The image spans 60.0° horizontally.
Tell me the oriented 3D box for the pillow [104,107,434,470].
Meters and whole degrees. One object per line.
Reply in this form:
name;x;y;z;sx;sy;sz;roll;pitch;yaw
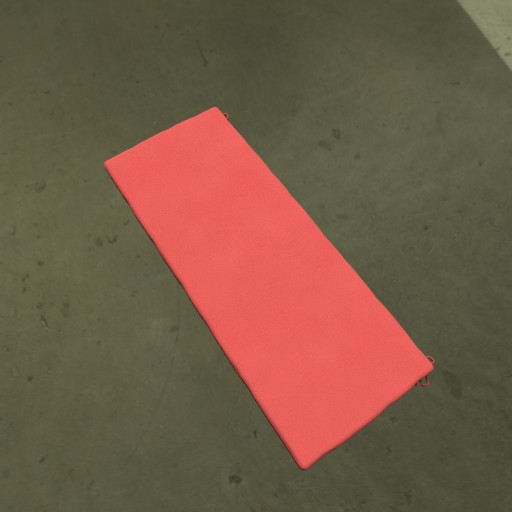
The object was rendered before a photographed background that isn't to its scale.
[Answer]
pillow;0.000;0.000;1.386;0.492;0.081;1.187;-32;69;-14
